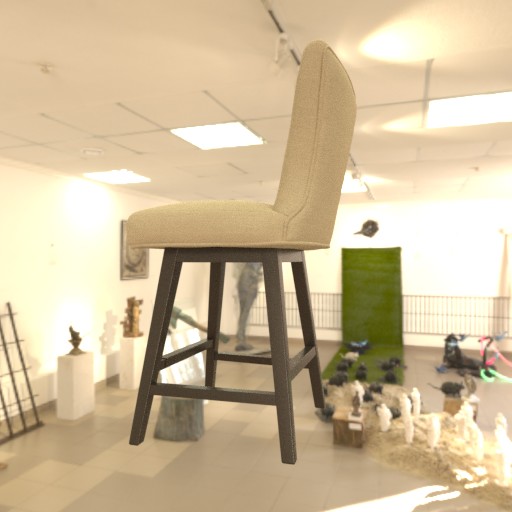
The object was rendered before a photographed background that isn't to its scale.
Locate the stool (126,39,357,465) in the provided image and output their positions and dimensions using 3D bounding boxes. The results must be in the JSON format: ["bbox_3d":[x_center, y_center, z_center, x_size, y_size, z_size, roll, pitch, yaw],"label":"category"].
[{"bbox_3d":[0.000,0.000,1.319,0.574,1.000,0.514,0,0,18],"label":"stool"}]
